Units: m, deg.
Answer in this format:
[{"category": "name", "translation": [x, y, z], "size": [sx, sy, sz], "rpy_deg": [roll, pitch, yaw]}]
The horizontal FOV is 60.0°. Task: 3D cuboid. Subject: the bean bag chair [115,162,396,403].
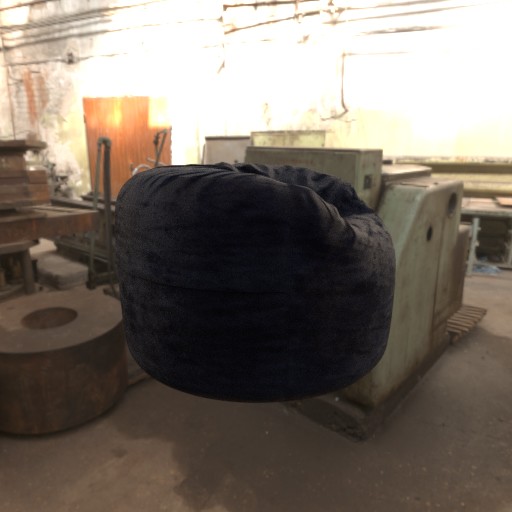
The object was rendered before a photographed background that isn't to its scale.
[{"category": "bean bag chair", "translation": [0.000, 0.000, 1.510], "size": [0.918, 0.616, 0.918], "rpy_deg": [0, 14, 0]}]
